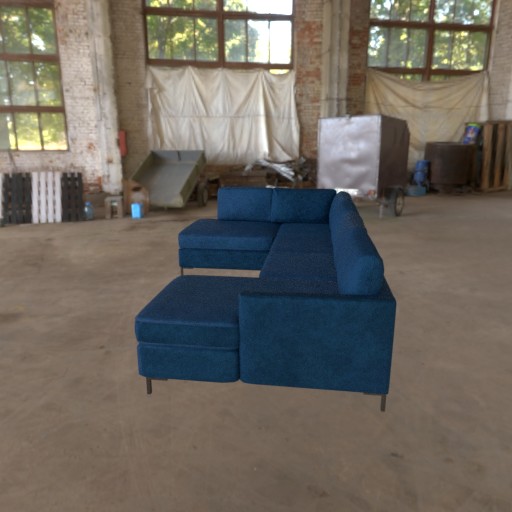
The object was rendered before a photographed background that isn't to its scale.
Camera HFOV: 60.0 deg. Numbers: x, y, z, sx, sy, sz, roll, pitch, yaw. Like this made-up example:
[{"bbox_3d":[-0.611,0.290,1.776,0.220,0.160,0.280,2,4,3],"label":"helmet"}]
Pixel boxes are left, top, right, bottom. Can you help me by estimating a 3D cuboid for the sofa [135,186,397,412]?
[{"bbox_3d":[0.000,0.000,4.286,2.055,0.992,3.434,2,15,8],"label":"sofa"}]
